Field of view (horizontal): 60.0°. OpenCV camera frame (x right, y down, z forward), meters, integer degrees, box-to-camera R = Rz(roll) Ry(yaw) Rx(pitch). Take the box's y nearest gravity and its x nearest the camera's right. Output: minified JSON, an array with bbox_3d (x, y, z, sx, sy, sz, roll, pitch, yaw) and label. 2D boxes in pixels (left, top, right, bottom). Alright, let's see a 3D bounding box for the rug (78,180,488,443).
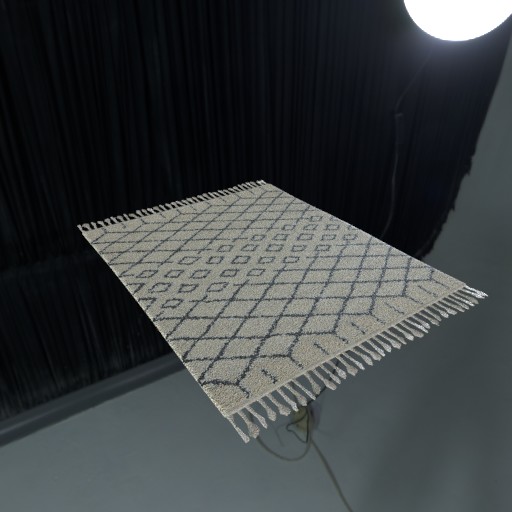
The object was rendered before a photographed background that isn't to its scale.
[{"bbox_3d":[0.000,0.000,4.134,2.388,0.030,3.213,-20,36,-30],"label":"rug"}]
